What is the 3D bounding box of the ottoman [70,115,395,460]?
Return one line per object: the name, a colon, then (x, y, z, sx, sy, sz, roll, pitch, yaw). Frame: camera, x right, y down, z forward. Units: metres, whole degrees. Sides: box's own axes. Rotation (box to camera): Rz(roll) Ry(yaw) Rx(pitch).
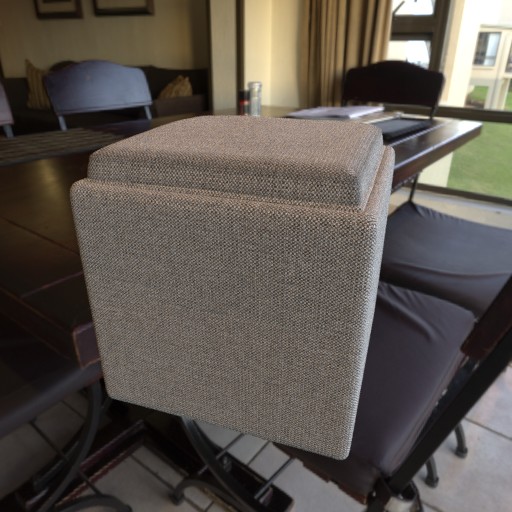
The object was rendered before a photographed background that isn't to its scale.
ottoman: (0.000, 0.000, 0.853, 0.454, 0.487, 0.436, 8, 27, 17)
